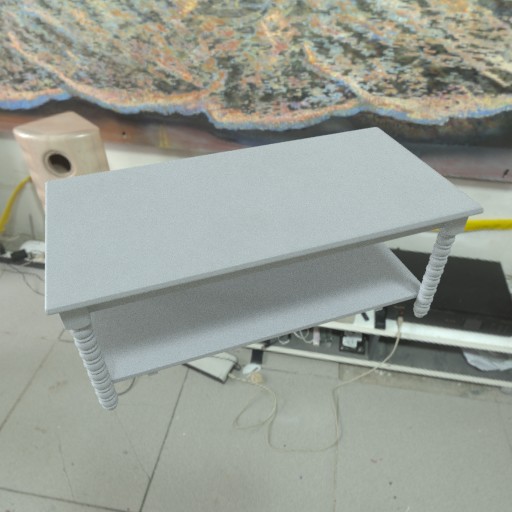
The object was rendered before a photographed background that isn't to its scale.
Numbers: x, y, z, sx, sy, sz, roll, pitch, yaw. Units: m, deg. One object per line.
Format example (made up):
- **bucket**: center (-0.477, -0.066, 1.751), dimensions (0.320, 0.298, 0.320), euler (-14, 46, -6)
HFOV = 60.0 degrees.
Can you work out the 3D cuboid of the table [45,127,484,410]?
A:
- **table**: center (0.000, 0.000, 1.462), dimensions (1.171, 0.487, 0.580), euler (-13, 42, -15)
